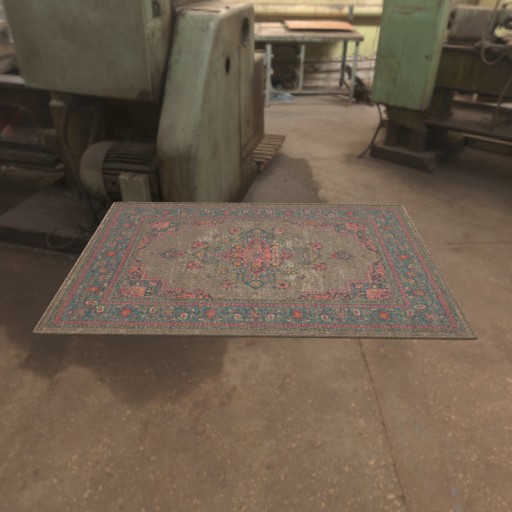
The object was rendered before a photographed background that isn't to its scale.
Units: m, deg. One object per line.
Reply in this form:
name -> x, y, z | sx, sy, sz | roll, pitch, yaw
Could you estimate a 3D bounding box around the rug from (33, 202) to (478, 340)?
rug -> 0.000, 0.000, 2.207 | 1.748, 0.014, 1.144 | 1, 34, 1
